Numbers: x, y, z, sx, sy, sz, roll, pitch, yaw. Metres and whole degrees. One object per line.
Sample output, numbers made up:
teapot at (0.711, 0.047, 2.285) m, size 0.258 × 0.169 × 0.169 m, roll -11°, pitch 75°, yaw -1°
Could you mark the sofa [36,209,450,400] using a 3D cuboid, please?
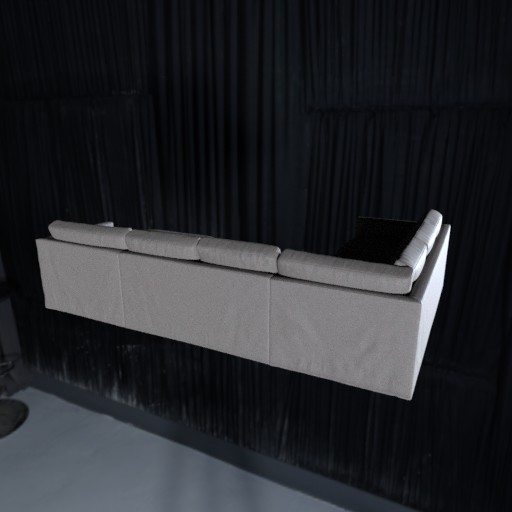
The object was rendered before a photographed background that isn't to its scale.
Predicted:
sofa at (0.000, 0.000, 4.516) m, size 3.460 × 0.882 × 2.427 m, roll 8°, pitch 19°, yaw 25°
